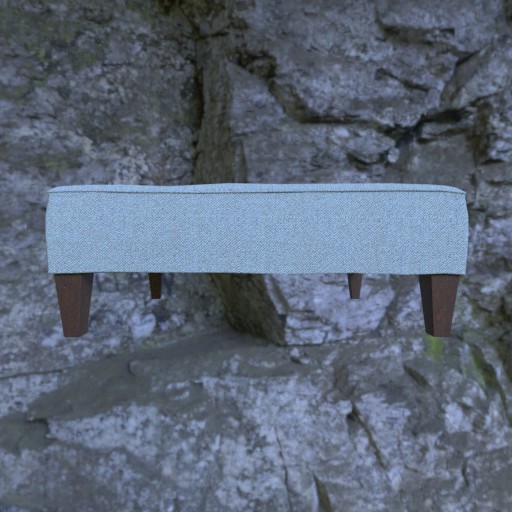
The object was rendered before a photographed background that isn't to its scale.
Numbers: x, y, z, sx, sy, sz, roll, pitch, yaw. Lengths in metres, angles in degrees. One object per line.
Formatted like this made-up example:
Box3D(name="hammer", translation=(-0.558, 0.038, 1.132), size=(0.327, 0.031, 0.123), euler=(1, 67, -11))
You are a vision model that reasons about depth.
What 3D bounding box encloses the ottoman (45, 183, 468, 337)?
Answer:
Box3D(name="ottoman", translation=(0.000, 0.000, 1.501), size=(0.968, 0.379, 1.004), euler=(0, 0, 0))
